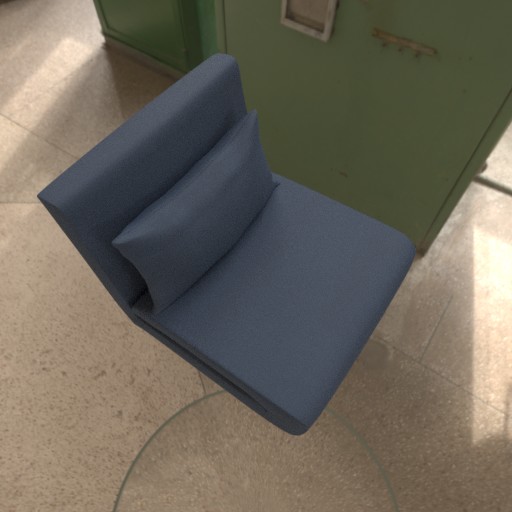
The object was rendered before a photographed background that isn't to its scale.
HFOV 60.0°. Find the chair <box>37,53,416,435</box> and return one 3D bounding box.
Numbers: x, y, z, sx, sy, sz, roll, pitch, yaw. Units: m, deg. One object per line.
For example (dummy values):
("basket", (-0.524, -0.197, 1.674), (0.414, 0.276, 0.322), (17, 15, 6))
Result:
("chair", (0.000, 0.000, 1.500), (0.900, 0.808, 0.770), (31, 63, 18))
